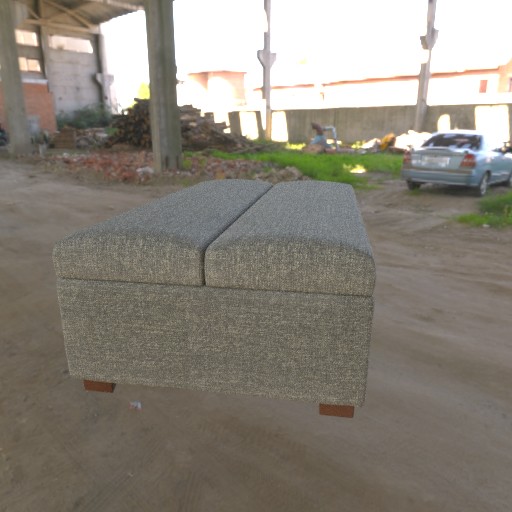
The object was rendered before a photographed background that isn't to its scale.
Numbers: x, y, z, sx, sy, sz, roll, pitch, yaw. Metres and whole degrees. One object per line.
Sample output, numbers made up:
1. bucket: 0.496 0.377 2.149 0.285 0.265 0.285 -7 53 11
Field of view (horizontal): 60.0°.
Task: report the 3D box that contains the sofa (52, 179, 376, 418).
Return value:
1. sofa: 0.000 0.000 1.572 0.782 0.417 1.198 3 16 9
